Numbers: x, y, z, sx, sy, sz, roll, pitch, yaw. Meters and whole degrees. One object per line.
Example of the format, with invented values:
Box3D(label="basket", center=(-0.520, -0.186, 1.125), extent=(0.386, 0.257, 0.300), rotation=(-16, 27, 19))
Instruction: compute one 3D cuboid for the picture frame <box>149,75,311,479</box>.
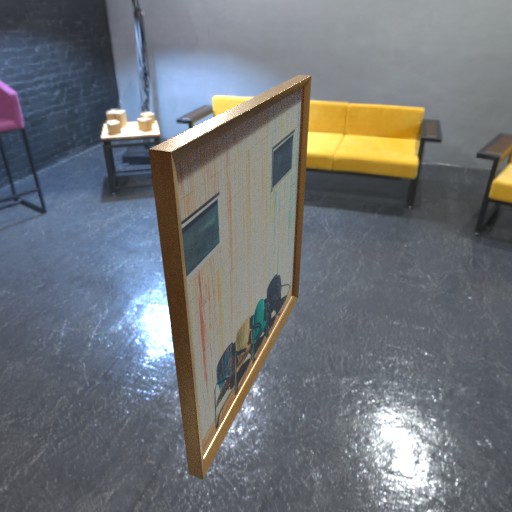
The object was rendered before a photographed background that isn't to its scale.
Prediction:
Box3D(label="picture frame", center=(0.000, 0.000, 1.129), extent=(0.037, 0.761, 0.758), rotation=(11, 32, 18))
